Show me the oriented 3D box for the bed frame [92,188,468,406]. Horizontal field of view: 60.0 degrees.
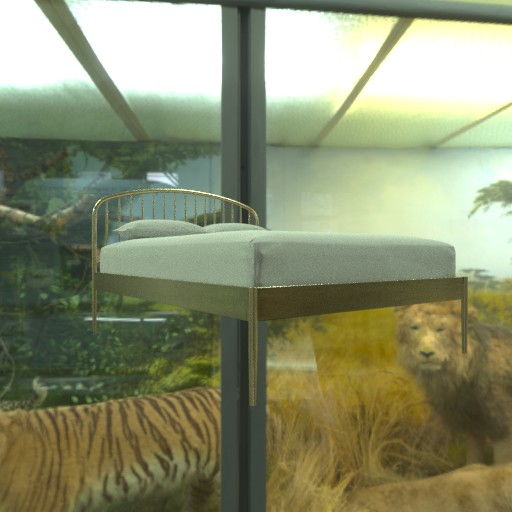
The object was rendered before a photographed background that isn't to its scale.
[{"bbox_3d":[0.000,0.000,3.068,1.612,1.175,2.152,0,0,-36],"label":"bed frame"}]
